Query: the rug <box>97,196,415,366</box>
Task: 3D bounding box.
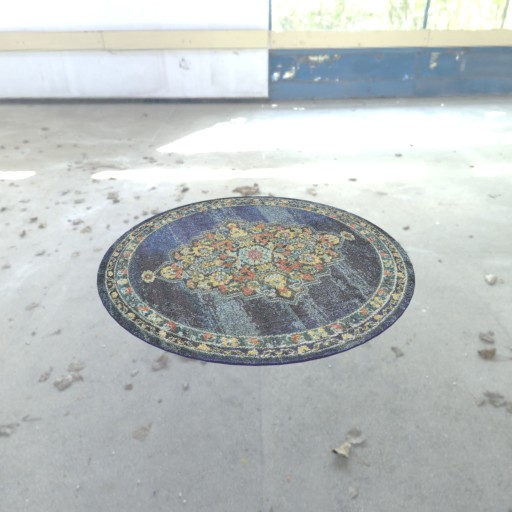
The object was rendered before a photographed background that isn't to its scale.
[{"bbox_3d":[0.000,0.000,3.475,2.386,0.014,2.386,0,30,0],"label":"rug"}]
